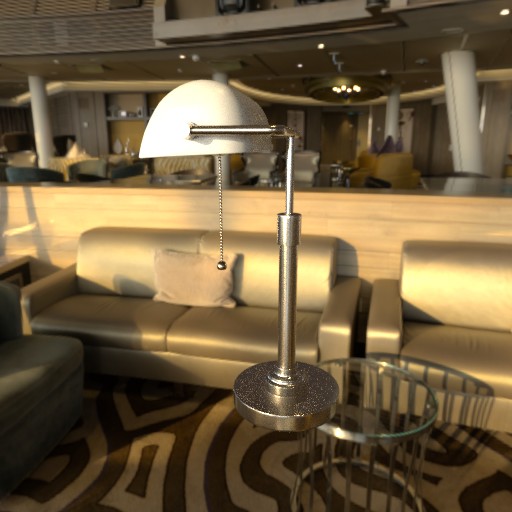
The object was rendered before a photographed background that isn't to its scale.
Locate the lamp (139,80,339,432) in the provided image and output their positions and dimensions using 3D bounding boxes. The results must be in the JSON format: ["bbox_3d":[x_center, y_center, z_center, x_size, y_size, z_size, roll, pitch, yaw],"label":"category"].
[{"bbox_3d":[0.000,0.000,0.566,0.227,0.404,0.269,2,14,8],"label":"lamp"}]
